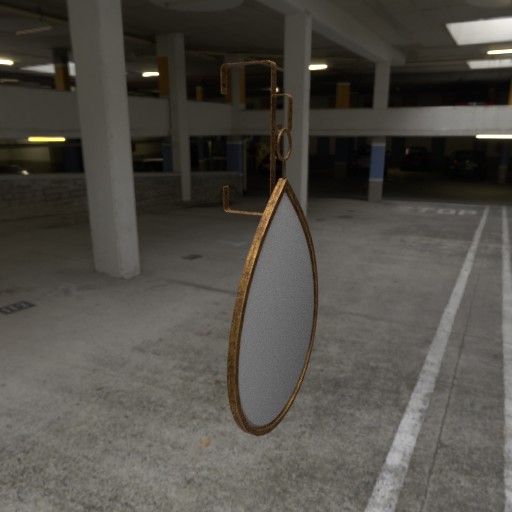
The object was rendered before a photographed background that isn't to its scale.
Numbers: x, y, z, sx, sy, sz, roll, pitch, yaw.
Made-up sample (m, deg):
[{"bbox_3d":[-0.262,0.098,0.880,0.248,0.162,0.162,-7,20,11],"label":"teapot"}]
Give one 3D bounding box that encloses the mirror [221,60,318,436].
[{"bbox_3d":[0.000,0.000,0.921,0.144,0.744,0.405,8,18,27],"label":"mirror"}]
